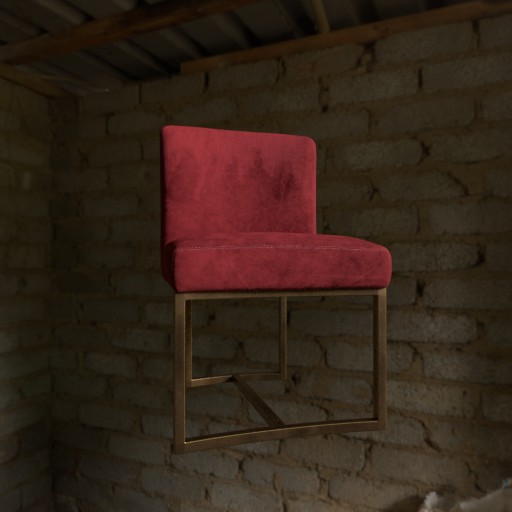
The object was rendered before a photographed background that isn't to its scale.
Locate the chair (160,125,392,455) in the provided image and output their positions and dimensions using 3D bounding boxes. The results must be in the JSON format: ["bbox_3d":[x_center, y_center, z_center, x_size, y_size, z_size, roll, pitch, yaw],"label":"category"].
[{"bbox_3d":[0.000,0.000,1.230,0.530,0.824,0.560,0,0,-16],"label":"chair"}]
